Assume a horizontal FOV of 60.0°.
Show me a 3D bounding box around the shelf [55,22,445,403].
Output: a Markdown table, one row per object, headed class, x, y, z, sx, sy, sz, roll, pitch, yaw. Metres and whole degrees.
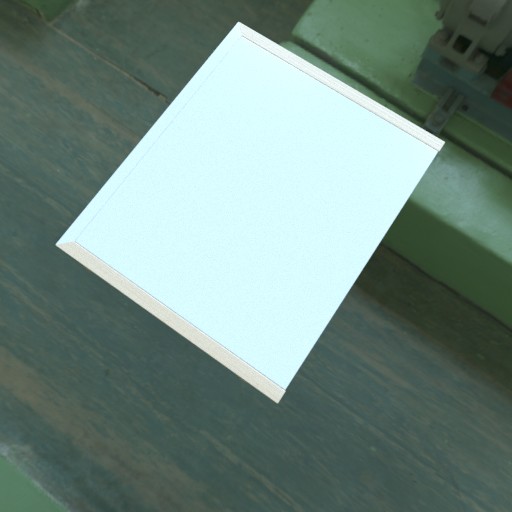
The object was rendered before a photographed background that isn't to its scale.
| class | x | y | z | sx | sy | sz | roll | pitch | yaw |
| --- | --- | --- | --- | --- | --- | --- | --- | --- | --- |
| shelf | 0.000 | 0.000 | 0.786 | 0.290 | 0.600 | 0.350 | 34 | 79 | 8 |
